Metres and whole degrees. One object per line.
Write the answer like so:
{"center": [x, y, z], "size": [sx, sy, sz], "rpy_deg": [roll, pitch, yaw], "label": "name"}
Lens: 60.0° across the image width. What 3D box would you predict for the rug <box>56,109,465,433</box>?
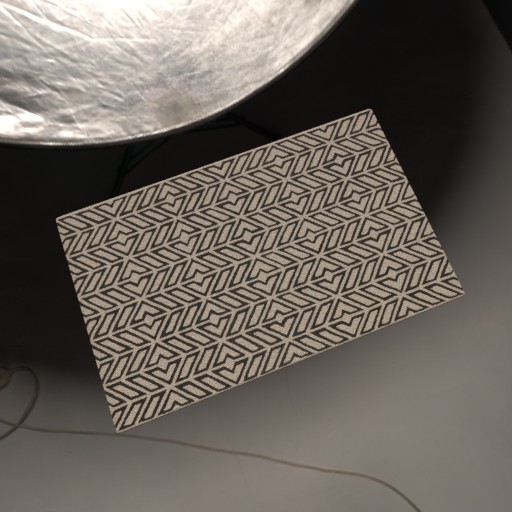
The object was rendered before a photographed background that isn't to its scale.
{"center": [0.000, 0.000, 3.048], "size": [2.438, 0.008, 1.523], "rpy_deg": [-20, 76, -5], "label": "rug"}
